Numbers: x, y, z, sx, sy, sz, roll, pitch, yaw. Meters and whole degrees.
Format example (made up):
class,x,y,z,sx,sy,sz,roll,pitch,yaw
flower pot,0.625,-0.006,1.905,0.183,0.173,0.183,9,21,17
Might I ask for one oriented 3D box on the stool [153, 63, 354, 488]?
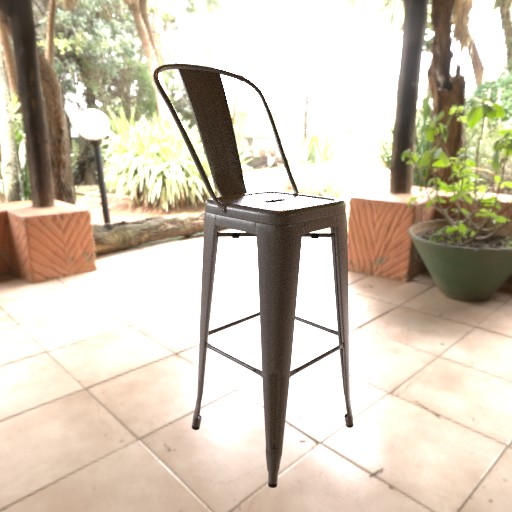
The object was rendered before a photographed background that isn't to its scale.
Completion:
class,x,y,z,sx,sy,sz,roll,pitch,yaw
stool,0.000,0.000,1.311,0.399,1.096,0.513,-15,21,-42
